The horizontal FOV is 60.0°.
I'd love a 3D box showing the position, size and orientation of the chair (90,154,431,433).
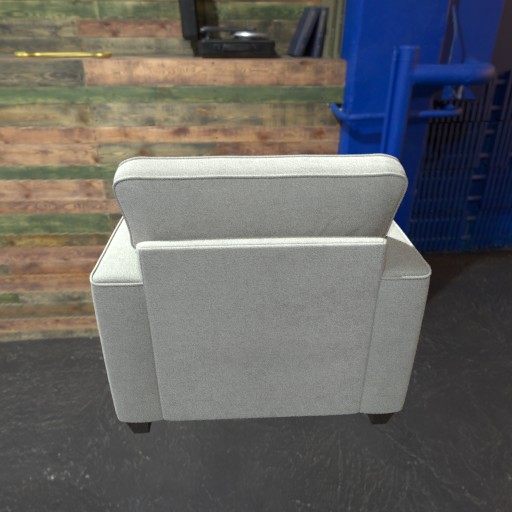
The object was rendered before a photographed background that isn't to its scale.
[{"bbox_3d":[0.000,0.000,1.744,1.015,0.965,0.939,-1,28,-2],"label":"chair"}]
